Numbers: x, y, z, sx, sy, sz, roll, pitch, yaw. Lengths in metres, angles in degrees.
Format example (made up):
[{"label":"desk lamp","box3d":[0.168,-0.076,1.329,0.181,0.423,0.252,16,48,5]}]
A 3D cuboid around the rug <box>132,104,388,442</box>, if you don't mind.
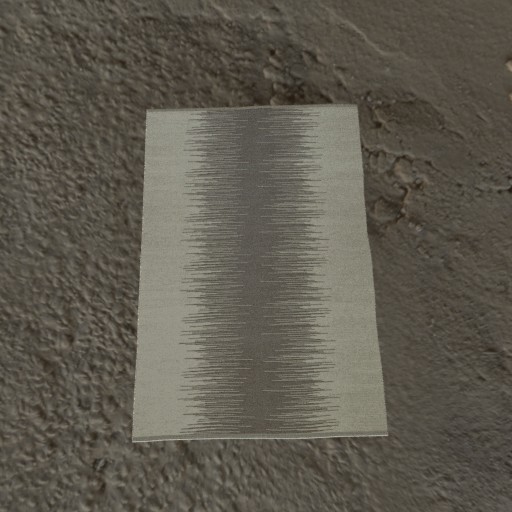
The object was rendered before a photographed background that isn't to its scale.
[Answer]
[{"label":"rug","box3d":[0.000,0.000,2.351,1.226,0.007,1.815,-1,75,0]}]
